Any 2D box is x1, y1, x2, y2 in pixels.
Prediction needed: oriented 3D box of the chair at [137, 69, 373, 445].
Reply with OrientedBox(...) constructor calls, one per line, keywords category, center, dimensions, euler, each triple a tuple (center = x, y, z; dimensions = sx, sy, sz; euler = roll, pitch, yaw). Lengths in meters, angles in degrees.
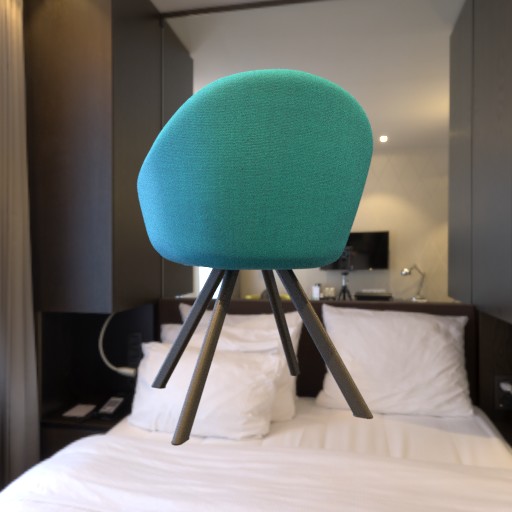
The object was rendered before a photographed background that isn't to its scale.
OrientedBox(category="chair", center=(0.000, 0.000, 1.178), dimensions=(0.590, 0.795, 0.550), euler=(0, 0, -19))
